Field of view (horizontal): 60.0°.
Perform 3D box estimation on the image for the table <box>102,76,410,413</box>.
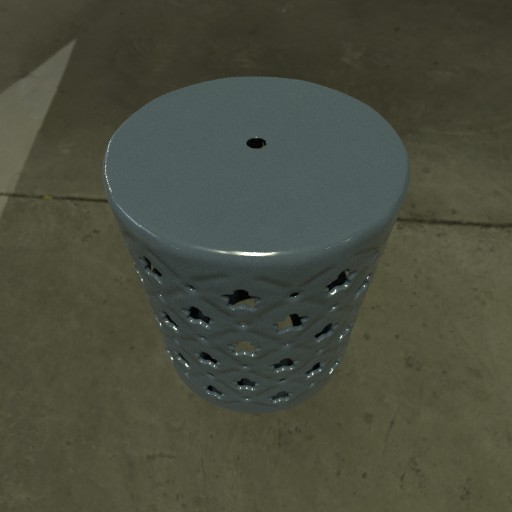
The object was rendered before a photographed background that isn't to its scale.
[{"bbox_3d":[0.000,0.000,0.650,0.352,0.387,0.352,0,48,0],"label":"table"}]
